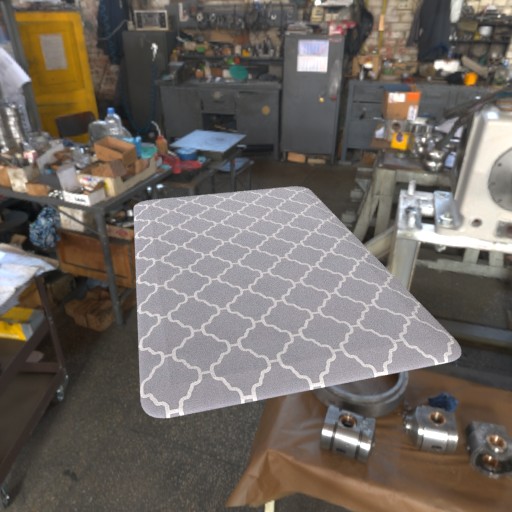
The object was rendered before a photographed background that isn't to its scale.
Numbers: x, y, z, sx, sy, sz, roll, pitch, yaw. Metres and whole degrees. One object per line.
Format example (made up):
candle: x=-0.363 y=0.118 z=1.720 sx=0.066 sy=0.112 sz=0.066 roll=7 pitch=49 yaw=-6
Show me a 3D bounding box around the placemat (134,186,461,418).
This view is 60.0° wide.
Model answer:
placemat: x=0.000 y=0.000 z=0.960 sx=0.508 sy=0.021 sz=0.762 roll=-7 pitch=31 yaw=-12
